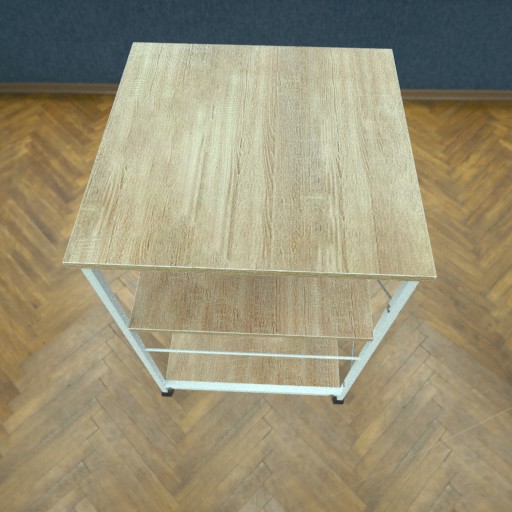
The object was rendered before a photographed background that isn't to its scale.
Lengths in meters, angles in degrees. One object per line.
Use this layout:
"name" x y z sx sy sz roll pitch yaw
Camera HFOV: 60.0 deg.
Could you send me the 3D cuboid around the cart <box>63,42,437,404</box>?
"cart" 0.000 0.000 1.075 0.520 0.762 0.521 2 58 1
